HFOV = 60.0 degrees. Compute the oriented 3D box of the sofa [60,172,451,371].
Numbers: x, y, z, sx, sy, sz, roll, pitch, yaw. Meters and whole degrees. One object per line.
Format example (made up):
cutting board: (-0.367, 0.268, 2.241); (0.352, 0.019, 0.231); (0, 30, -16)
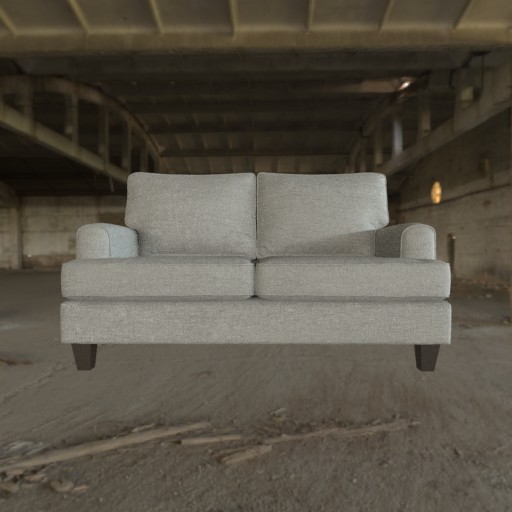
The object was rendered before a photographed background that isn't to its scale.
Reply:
sofa: (0.000, 0.000, 2.276); (1.651, 0.965, 0.965); (0, 1, 1)
